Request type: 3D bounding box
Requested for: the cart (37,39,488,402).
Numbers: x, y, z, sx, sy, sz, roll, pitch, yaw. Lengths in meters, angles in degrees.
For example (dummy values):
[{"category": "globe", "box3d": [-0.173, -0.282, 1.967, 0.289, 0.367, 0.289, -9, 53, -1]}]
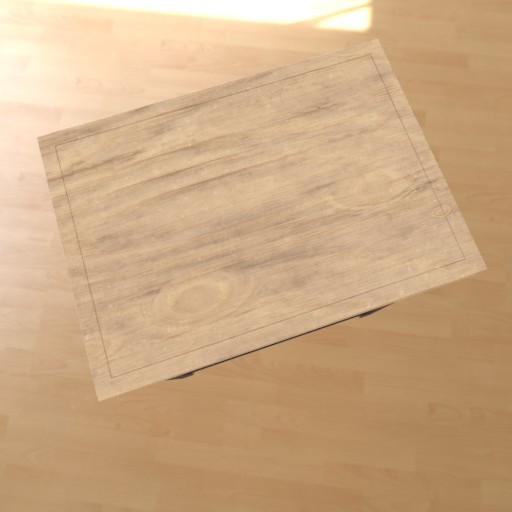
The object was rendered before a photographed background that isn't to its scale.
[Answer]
[{"category": "cart", "box3d": [0.000, 0.000, 1.355, 0.797, 0.920, 0.567, -18, 76, -5]}]
